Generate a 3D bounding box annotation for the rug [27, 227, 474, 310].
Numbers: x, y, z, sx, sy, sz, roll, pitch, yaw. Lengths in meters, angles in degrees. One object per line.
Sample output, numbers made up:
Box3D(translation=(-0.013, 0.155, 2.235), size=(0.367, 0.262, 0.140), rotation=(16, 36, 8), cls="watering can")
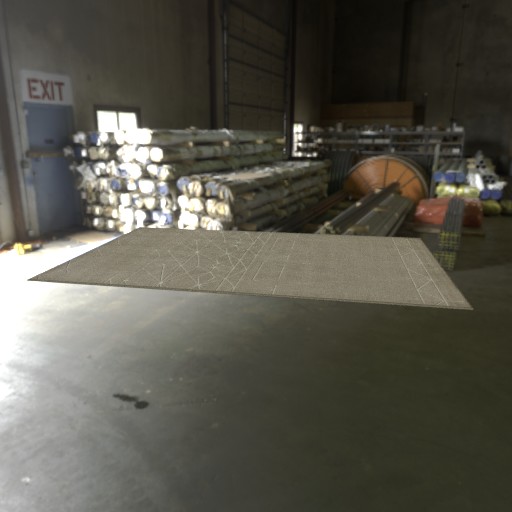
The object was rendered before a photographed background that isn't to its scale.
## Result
Box3D(translation=(0.000, 0.000, 3.094), size=(2.438, 0.012, 1.524), rotation=(3, 16, 10), cls="rug")
